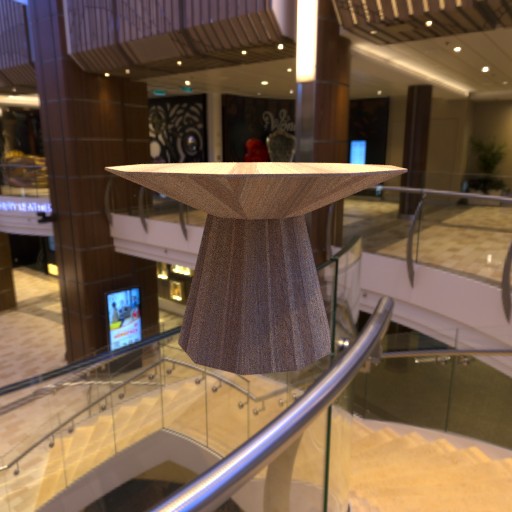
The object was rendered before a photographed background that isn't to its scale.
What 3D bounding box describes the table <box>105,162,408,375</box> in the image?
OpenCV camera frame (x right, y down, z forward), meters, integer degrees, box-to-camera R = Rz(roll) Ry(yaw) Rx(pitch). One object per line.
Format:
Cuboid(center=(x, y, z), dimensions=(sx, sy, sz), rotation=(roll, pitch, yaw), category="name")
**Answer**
Cuboid(center=(0.000, 0.000, 1.898), dimensions=(1.186, 0.752, 1.186), rotation=(0, 13, 0), category="table")
